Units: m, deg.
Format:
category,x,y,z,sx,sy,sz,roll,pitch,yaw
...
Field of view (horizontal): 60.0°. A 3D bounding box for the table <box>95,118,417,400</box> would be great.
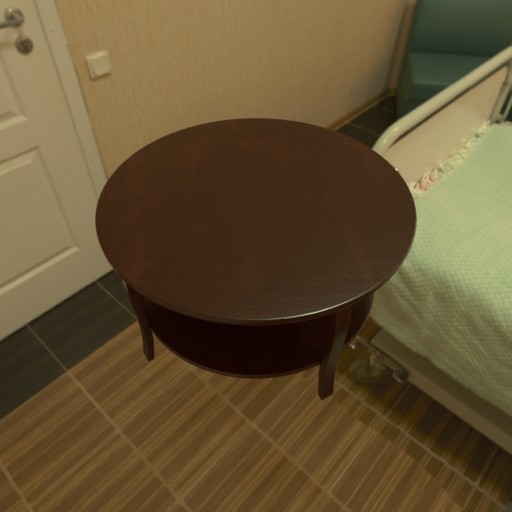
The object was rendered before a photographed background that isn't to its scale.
category,x,y,z,sx,sy,sz,roll,pitch,yaw
table,0.000,0.000,1.474,0.911,0.512,0.911,0,45,0
